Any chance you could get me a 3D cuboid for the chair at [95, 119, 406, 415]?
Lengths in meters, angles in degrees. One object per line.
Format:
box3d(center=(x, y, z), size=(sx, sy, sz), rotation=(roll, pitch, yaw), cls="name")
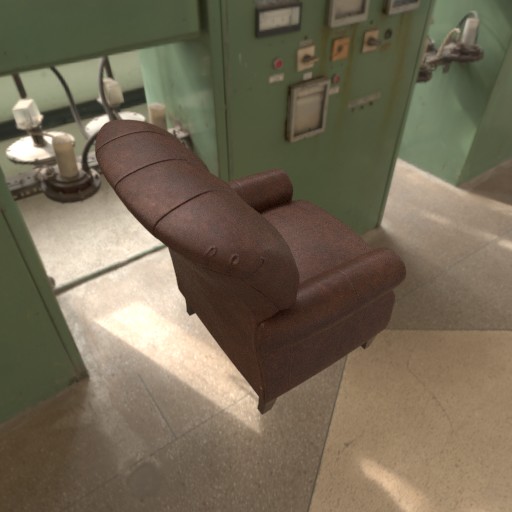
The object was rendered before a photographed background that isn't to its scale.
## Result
box3d(center=(0.000, 0.000, 1.915), size=(1.031, 1.162, 0.979), rotation=(-24, 48, -24), cls="chair")
